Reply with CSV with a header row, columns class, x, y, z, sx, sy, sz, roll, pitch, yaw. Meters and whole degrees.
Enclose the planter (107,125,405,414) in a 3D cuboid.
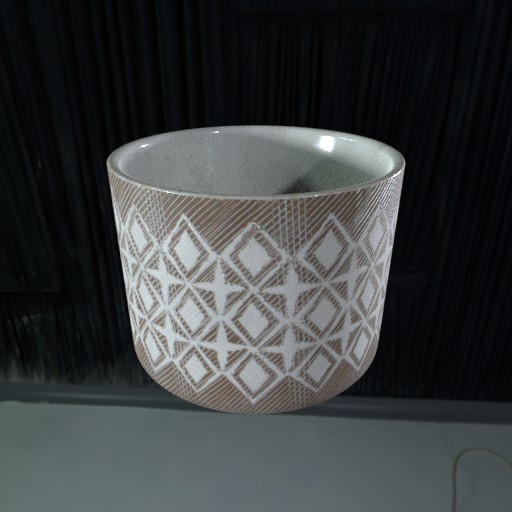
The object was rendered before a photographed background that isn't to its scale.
class,x,y,z,sx,sy,sz,roll,pitch,yaw
planter,0.000,0.000,0.219,0.126,0.104,0.126,0,26,0
